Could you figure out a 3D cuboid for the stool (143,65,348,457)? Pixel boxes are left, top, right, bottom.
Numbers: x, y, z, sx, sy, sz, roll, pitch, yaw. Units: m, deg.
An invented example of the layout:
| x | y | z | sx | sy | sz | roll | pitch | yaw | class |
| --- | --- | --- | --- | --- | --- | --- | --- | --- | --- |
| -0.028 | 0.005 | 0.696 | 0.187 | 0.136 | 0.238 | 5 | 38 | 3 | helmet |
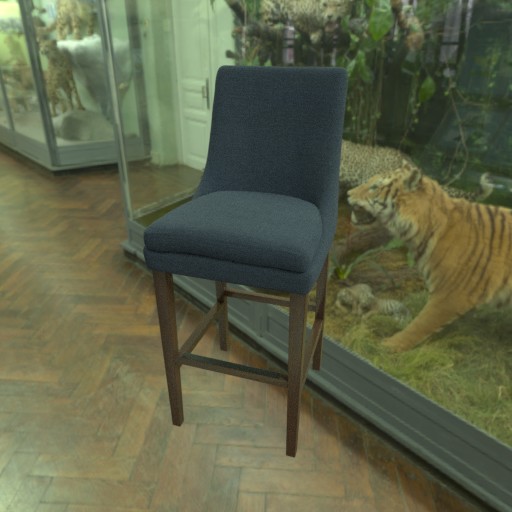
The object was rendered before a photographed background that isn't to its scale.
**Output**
| x | y | z | sx | sy | sz | roll | pitch | yaw | class |
| --- | --- | --- | --- | --- | --- | --- | --- | --- | --- |
| 0.000 | 0.000 | 1.398 | 0.470 | 1.078 | 0.577 | 8 | 27 | 16 | stool |
